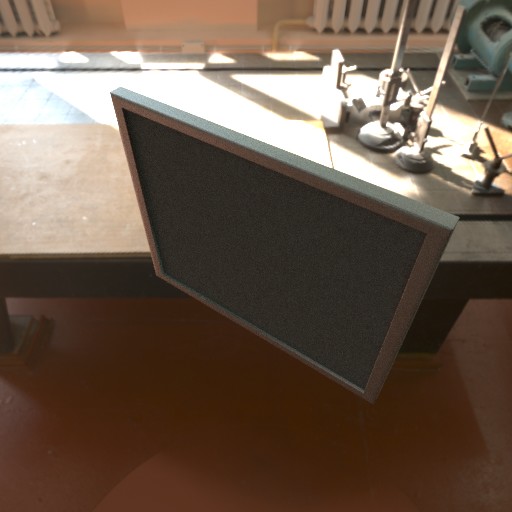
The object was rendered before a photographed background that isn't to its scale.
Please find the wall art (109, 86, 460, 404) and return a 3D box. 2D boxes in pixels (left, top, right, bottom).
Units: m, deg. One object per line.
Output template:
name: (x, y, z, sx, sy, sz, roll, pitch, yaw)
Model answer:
wall art: (0.000, 0.000, 0.779, 0.556, 0.457, 0.028, 27, 53, 23)
